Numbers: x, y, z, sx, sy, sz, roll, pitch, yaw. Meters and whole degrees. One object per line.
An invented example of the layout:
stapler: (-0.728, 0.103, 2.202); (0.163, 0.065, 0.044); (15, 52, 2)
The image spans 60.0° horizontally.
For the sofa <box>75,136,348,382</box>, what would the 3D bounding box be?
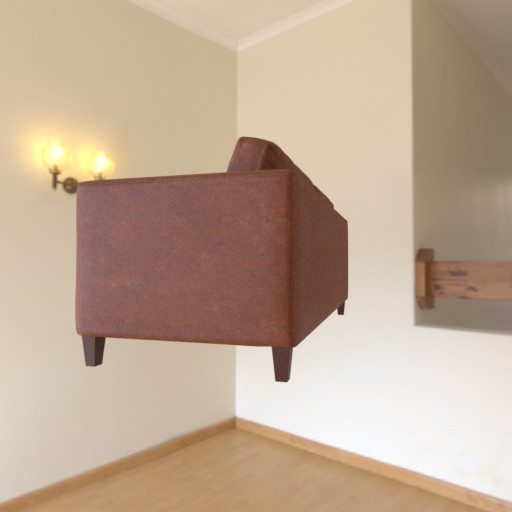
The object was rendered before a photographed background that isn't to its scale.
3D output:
sofa: (0.000, 0.000, 2.734); (0.950, 0.932, 2.204); (0, -1, 17)
